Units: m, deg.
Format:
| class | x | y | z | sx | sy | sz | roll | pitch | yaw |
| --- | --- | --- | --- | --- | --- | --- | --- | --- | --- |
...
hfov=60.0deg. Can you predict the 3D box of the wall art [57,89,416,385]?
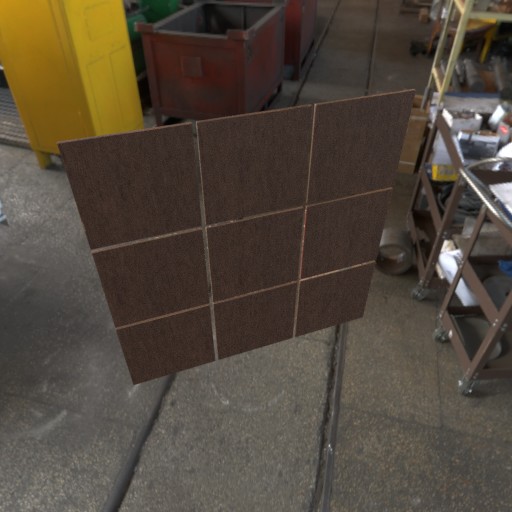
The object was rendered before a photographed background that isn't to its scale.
| class | x | y | z | sx | sy | sz | roll | pitch | yaw |
| --- | --- | --- | --- | --- | --- | --- | --- | --- | --- |
| wall art | 0.000 | 0.000 | 2.292 | 1.527 | 1.525 | 0.014 | -13 | 42 | -15 |
